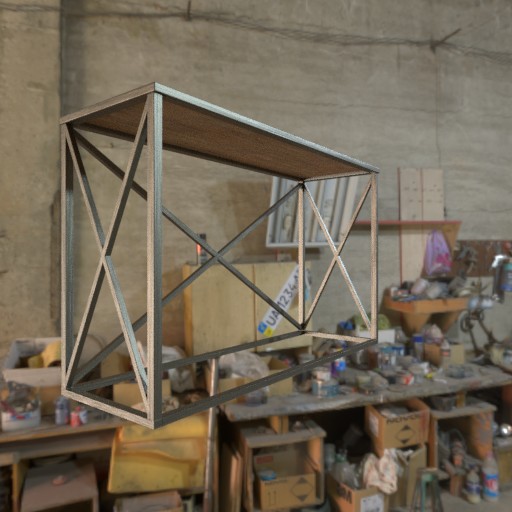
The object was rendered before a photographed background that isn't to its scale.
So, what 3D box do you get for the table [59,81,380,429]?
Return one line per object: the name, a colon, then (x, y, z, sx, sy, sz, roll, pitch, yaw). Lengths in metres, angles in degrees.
table: (0.000, 0.000, 1.556, 0.402, 0.753, 1.216, 0, 0, 38)
